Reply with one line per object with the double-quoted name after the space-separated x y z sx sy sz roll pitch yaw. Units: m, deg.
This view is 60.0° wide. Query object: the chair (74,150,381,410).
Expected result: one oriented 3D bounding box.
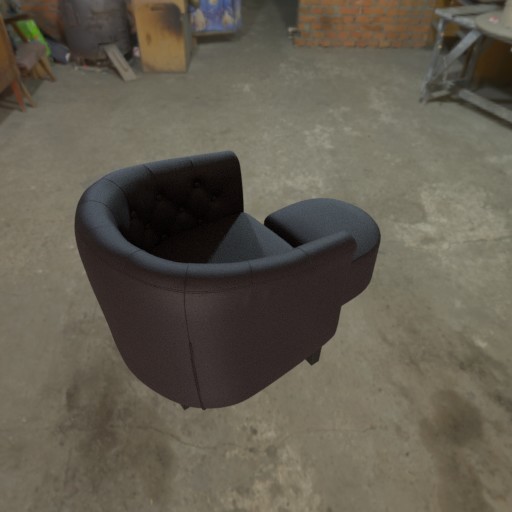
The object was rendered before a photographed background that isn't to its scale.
0.000 0.000 1.695 1.191 0.760 0.763 -26 47 -26 "chair"
